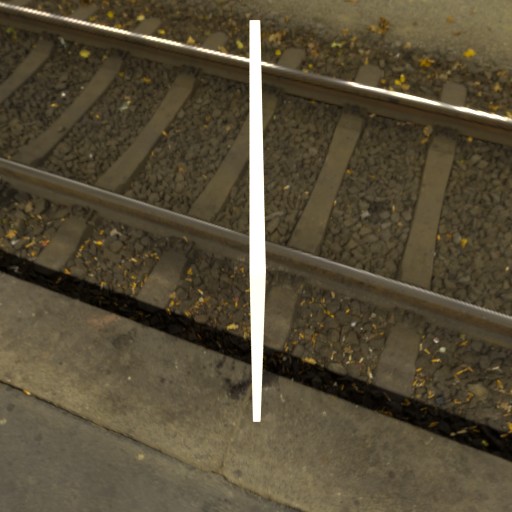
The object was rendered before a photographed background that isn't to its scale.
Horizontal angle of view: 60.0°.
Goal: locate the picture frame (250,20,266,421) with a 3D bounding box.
[{"bbox_3d":[0.000,0.000,0.596,0.011,0.459,0.326,0,57,0],"label":"picture frame"}]
